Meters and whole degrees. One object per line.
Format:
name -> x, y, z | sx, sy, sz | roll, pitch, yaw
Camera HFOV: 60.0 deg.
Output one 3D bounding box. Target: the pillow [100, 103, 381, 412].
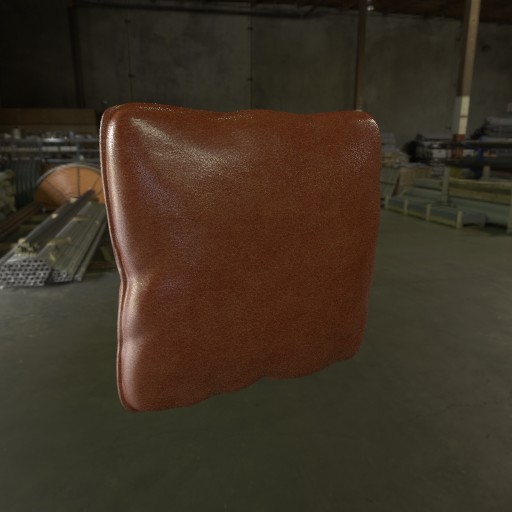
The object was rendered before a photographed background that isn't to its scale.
pillow -> 0.000, 0.000, 0.821 | 0.532, 0.523, 0.236 | -7, 16, -26
